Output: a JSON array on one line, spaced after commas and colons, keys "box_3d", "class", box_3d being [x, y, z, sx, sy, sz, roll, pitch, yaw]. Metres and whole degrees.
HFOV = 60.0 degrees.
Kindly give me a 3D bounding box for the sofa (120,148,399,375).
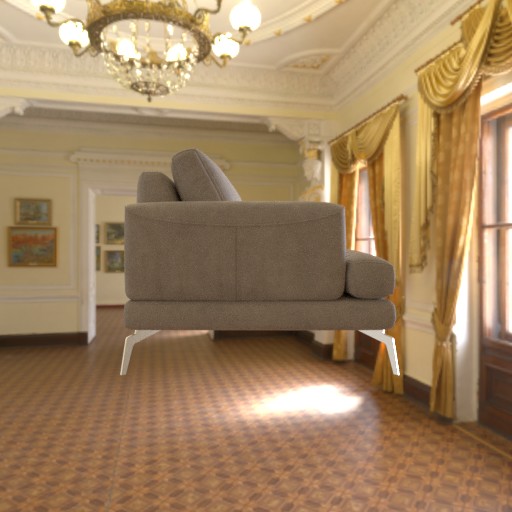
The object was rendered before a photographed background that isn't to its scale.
[{"box_3d": [0.000, 0.000, 2.512, 0.980, 0.830, 2.013, 0, 0, 0], "class": "sofa"}]
